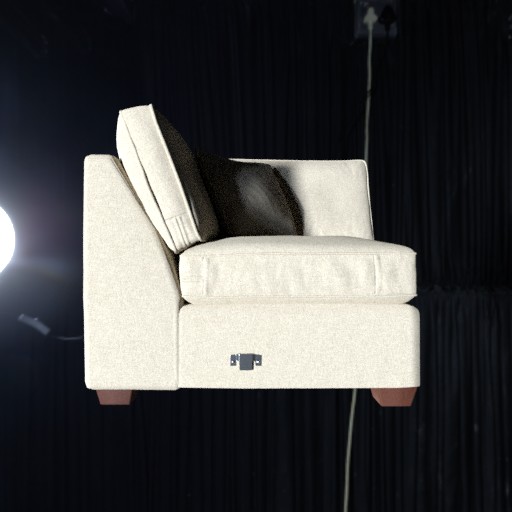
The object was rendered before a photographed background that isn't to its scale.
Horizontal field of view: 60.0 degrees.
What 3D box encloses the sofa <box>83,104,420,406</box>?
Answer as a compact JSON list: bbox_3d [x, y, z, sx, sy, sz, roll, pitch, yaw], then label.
[{"bbox_3d":[0.000,0.000,1.948,1.146,1.002,1.084,0,-1,-1],"label":"sofa"}]
